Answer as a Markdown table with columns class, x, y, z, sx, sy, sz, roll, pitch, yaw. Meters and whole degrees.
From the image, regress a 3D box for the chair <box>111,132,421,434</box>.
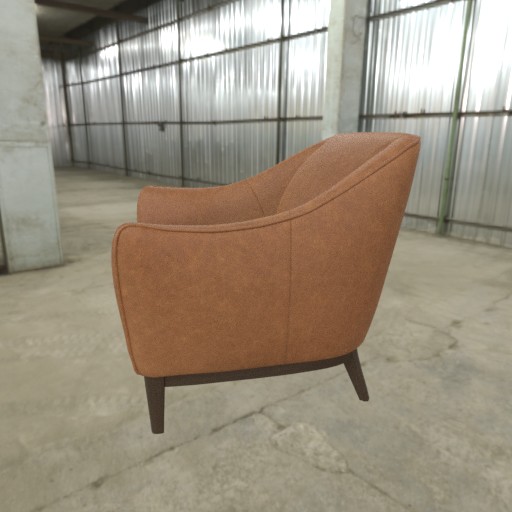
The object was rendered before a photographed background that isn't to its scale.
| class | x | y | z | sx | sy | sz | roll | pitch | yaw |
| --- | --- | --- | --- | --- | --- | --- | --- | --- | --- |
| chair | 0.000 | 0.000 | 1.541 | 0.852 | 0.830 | 0.871 | -3 | 15 | -10 |
